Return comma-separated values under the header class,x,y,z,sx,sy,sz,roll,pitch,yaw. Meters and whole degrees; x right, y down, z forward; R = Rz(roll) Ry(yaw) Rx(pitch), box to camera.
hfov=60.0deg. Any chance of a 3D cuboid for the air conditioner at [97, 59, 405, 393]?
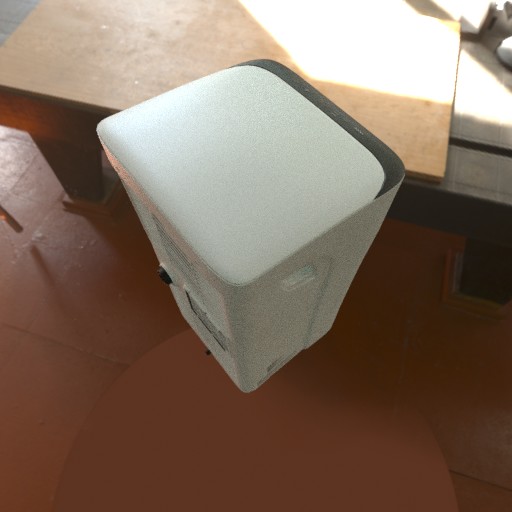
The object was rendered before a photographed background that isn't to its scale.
class,x,y,z,sx,sy,sz,roll,pitch,yaw
air conditioner,0.000,0.000,0.943,0.369,0.716,0.352,-35,66,-18
